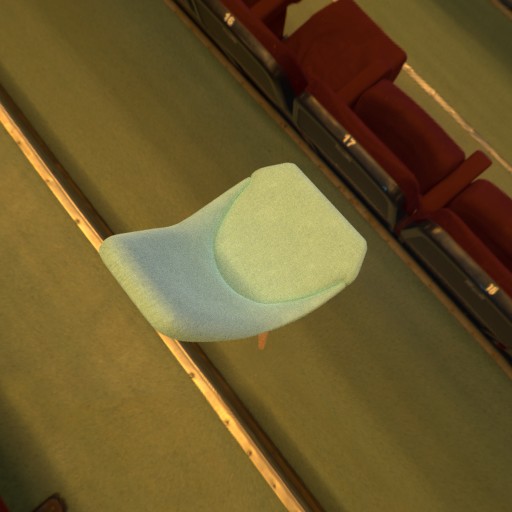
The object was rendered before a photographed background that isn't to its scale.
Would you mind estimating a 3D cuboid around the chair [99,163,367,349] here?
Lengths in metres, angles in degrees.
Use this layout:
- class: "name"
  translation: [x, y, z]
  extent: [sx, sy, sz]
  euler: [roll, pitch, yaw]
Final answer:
- class: "chair"
  translation: [0.000, 0.000, 1.410]
  extent: [0.660, 1.040, 0.510]
  euler: [-38, 78, -9]
